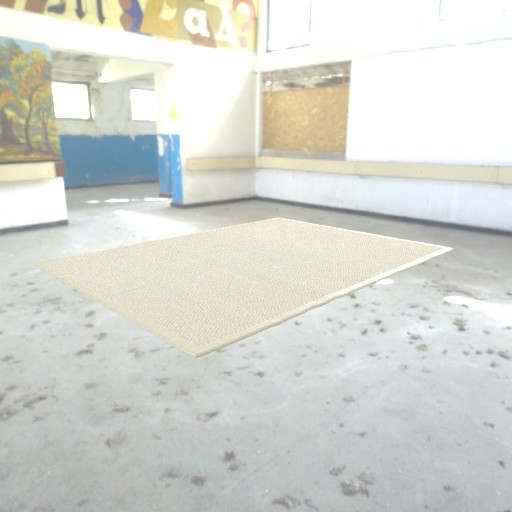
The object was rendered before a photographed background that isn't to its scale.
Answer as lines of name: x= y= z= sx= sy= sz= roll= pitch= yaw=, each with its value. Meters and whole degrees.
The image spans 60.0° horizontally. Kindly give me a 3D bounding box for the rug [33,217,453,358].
rug: x=0.000 y=0.000 z=4.765 sx=3.659 sy=0.037 sz=2.734 roll=-14 pitch=21 yaw=-42
